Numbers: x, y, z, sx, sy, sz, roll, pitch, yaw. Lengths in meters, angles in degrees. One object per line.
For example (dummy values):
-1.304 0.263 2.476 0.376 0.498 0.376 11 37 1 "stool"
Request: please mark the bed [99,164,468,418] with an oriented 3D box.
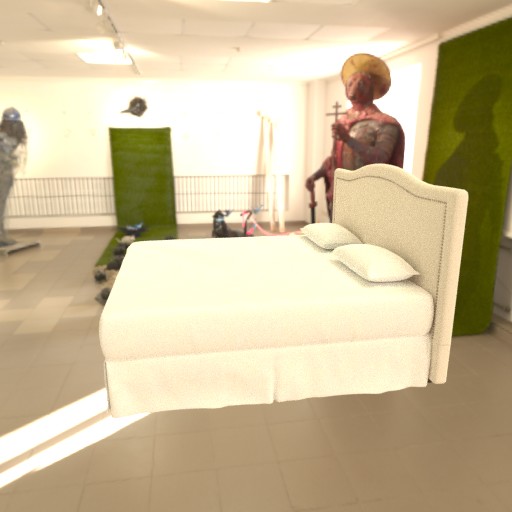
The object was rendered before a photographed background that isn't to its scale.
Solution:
0.000 0.000 3.538 2.182 1.421 2.083 -3 15 -10 "bed"
